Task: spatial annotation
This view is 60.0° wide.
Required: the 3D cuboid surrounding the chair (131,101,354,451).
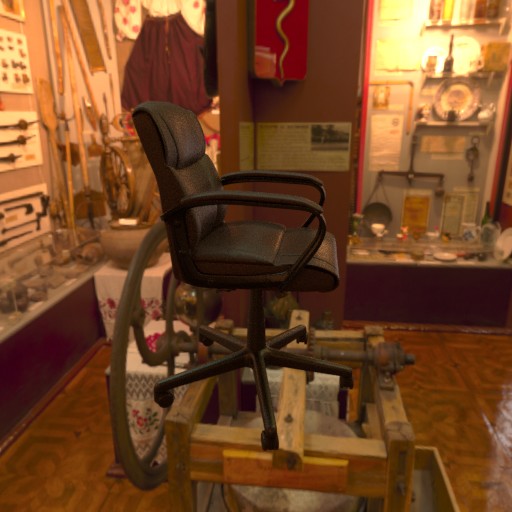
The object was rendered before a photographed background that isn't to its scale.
[{"bbox_3d":[0.000,0.000,1.518,0.717,1.004,0.739,3,17,8],"label":"chair"}]
